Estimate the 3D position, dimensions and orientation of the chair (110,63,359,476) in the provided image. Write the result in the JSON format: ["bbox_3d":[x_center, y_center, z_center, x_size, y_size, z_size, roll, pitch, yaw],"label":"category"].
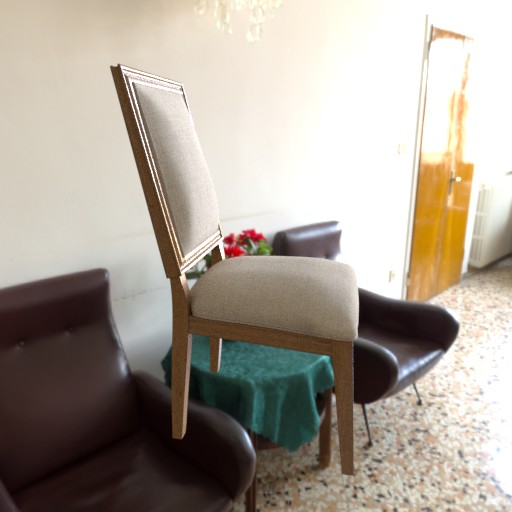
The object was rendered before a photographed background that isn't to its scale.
[{"bbox_3d":[0.000,0.000,1.281,0.601,0.988,0.536,3,16,11],"label":"chair"}]
